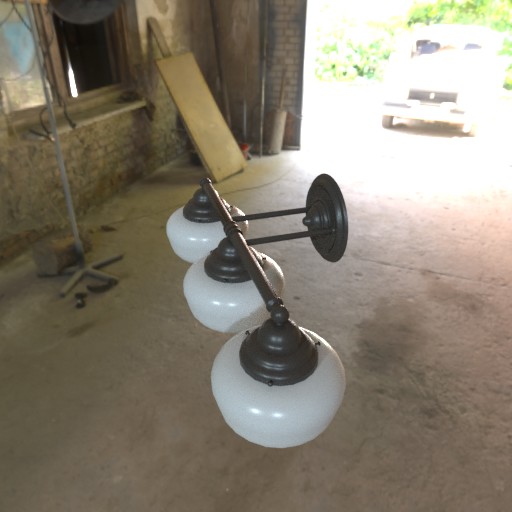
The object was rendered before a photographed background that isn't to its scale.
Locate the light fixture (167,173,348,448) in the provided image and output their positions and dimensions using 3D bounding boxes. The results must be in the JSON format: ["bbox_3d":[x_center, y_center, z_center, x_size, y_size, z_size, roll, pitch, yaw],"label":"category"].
[{"bbox_3d":[0.000,0.000,0.707,0.239,0.242,0.587,-9,32,-15],"label":"light fixture"}]
